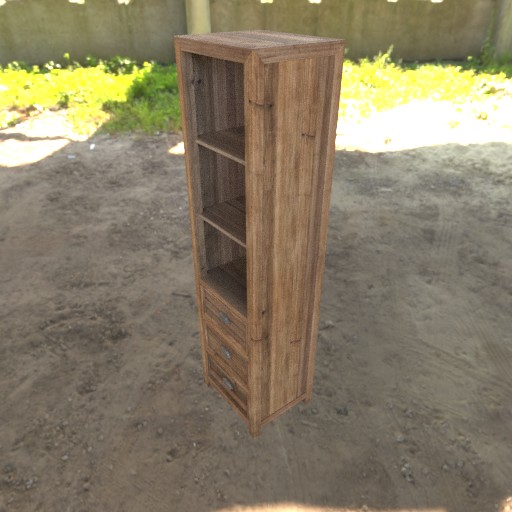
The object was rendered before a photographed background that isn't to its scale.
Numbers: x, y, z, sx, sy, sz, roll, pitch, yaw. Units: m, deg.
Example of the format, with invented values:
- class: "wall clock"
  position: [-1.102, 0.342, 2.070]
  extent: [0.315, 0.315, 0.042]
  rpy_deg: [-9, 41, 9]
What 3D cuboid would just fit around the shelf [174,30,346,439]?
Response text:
- class: "shelf"
  position: [0.000, 0.000, 2.141]
  extent: [0.428, 1.900, 0.500]
  rpy_deg: [-22, 38, -31]
